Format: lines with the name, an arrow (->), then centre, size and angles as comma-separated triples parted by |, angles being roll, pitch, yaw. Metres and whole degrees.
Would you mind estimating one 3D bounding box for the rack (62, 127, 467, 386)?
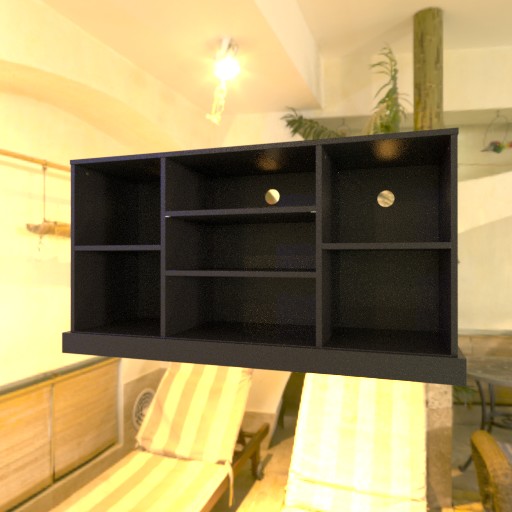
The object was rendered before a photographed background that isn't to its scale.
rack -> 0.000, 0.000, 1.454 | 1.206, 0.635, 0.399 | 0, 0, 18
